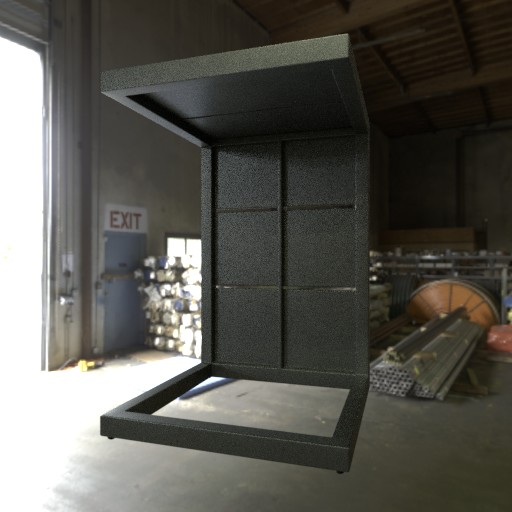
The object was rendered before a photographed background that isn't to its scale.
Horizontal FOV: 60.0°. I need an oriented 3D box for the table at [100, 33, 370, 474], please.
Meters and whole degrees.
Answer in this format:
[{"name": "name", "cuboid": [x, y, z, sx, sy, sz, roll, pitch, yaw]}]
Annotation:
[{"name": "table", "cuboid": [0.000, 0.000, 0.868, 0.405, 0.609, 0.420, 0, 0, 18]}]
